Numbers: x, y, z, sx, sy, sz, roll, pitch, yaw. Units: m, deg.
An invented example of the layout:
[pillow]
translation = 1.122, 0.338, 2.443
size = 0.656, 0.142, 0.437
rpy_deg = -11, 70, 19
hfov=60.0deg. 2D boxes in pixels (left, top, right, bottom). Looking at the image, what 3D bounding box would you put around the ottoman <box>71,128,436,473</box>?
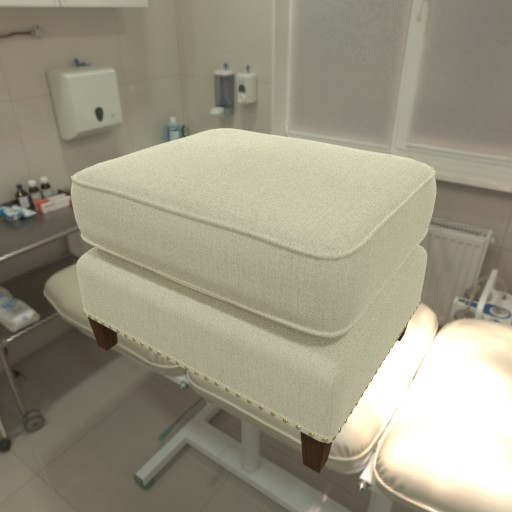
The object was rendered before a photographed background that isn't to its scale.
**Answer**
[ottoman]
translation = 0.000, 0.000, 1.135
size = 0.738, 0.537, 0.589
rpy_deg = 18, 34, 30
